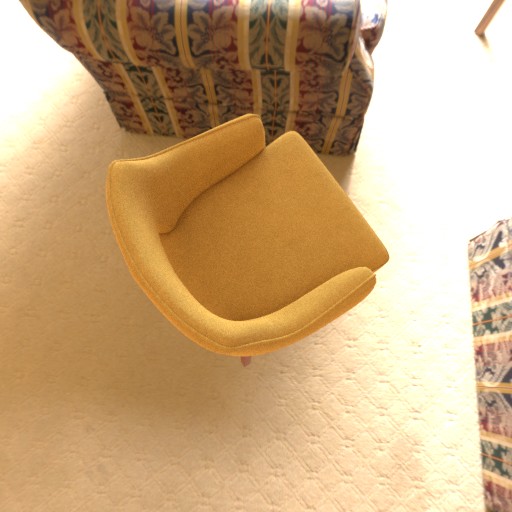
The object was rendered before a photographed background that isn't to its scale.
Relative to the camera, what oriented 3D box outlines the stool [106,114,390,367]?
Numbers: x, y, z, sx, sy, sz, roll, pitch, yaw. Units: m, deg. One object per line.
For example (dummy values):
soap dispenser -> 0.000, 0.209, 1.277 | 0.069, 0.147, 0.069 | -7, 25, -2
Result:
stool -> 0.000, 0.000, 1.279 | 0.558, 0.924, 0.548 | -32, 77, -8
